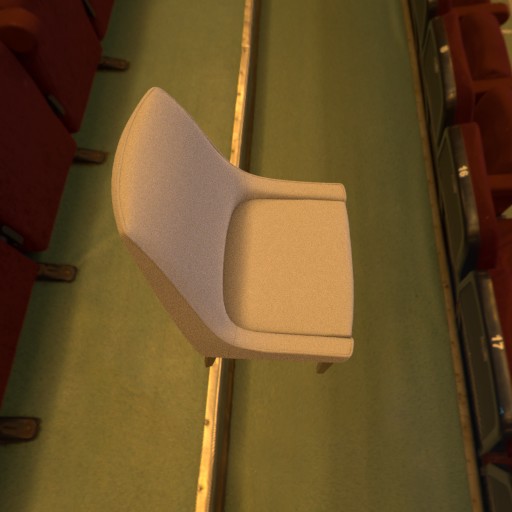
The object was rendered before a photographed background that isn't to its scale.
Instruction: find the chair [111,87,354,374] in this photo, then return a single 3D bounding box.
[{"bbox_3d":[0.000,0.000,1.218,0.544,0.861,0.529,2,64,1],"label":"chair"}]
